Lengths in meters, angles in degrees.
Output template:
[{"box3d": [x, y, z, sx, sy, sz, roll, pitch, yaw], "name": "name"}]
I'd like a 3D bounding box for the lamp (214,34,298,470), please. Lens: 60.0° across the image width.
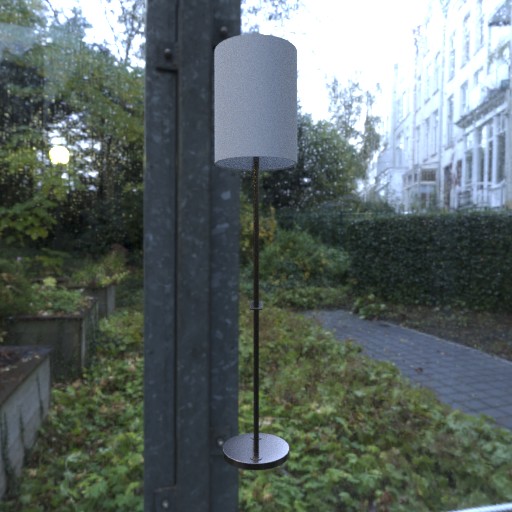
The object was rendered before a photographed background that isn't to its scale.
[{"box3d": [0.000, 0.000, 1.660, 0.305, 1.500, 0.306, 0, 2, 0], "name": "lamp"}]
